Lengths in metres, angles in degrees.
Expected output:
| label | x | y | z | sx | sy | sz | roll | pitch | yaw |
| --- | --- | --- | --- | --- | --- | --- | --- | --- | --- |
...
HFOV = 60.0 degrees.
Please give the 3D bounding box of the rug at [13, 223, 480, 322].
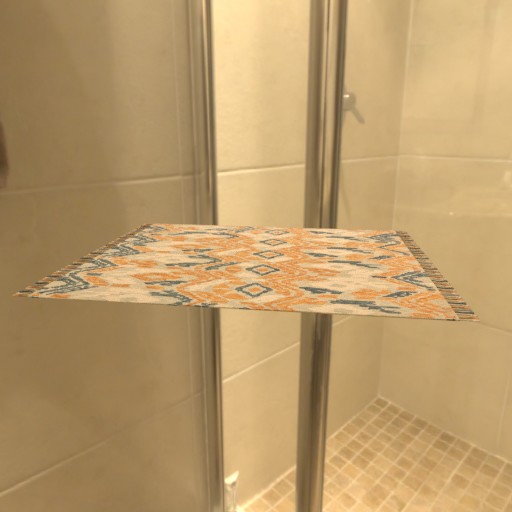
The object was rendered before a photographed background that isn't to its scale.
| label | x | y | z | sx | sy | sz | roll | pitch | yaw |
| --- | --- | --- | --- | --- | --- | --- | --- | --- | --- |
| rug | 0.000 | 0.000 | 3.992 | 3.048 | 0.010 | 2.439 | 2 | 16 | 8 |
